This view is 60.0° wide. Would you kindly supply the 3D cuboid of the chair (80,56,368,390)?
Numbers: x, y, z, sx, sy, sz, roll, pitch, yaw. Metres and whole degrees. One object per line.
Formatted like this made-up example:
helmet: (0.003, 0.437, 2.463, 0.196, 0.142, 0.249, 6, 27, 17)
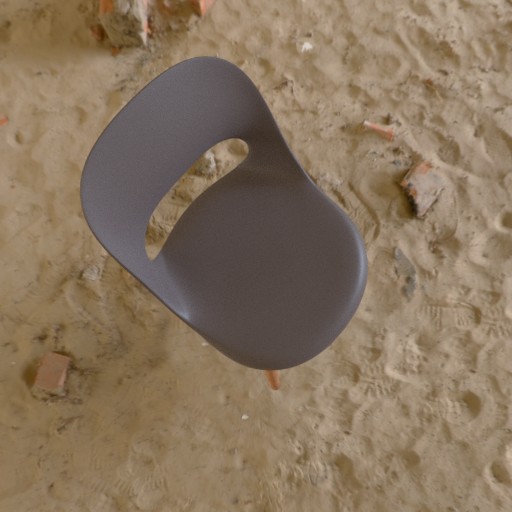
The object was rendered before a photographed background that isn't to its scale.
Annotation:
chair: (0.000, 0.000, 1.098, 0.556, 0.794, 0.470, 38, 79, 9)
